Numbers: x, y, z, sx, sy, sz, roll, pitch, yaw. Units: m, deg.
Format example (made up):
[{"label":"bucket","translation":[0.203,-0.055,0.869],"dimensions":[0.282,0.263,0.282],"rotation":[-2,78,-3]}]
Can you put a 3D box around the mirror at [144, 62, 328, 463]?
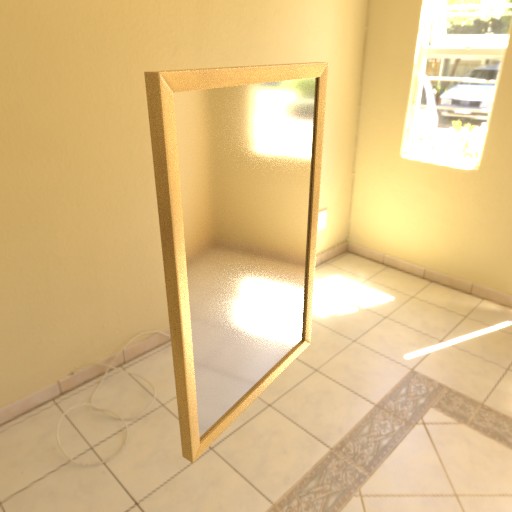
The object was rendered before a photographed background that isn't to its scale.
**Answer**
[{"label":"mirror","translation":[0.000,0.000,1.160],"dimensions":[0.040,0.915,0.609],"rotation":[17,30,32]}]
